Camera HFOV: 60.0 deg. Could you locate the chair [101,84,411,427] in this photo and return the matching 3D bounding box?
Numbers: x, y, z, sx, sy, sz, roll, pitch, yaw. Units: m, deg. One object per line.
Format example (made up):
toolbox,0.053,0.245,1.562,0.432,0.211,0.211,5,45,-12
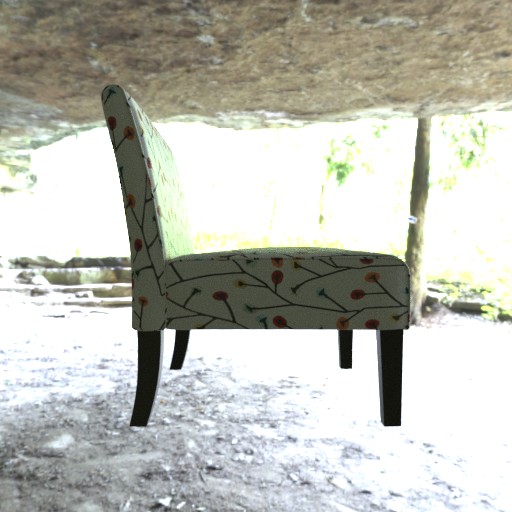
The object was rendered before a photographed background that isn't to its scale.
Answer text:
chair,0.000,0.000,1.323,0.732,0.813,0.597,0,0,0
